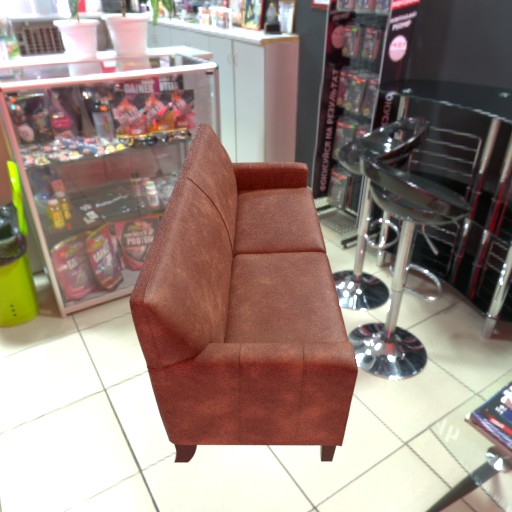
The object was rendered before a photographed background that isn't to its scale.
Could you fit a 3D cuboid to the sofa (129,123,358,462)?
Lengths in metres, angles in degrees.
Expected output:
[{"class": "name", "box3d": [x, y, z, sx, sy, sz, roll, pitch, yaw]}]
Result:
[{"class": "sofa", "box3d": [0.000, 0.000, 2.508, 0.805, 0.947, 2.053, 0, 32, 0]}]
